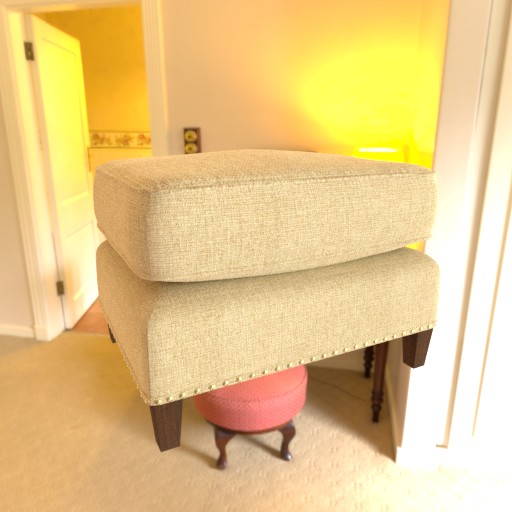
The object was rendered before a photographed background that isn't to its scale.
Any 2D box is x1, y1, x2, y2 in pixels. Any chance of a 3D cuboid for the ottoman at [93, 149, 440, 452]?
[{"bbox_3d":[0.000,0.000,1.148,0.738,0.537,0.589,-8,18,-26],"label":"ottoman"}]
